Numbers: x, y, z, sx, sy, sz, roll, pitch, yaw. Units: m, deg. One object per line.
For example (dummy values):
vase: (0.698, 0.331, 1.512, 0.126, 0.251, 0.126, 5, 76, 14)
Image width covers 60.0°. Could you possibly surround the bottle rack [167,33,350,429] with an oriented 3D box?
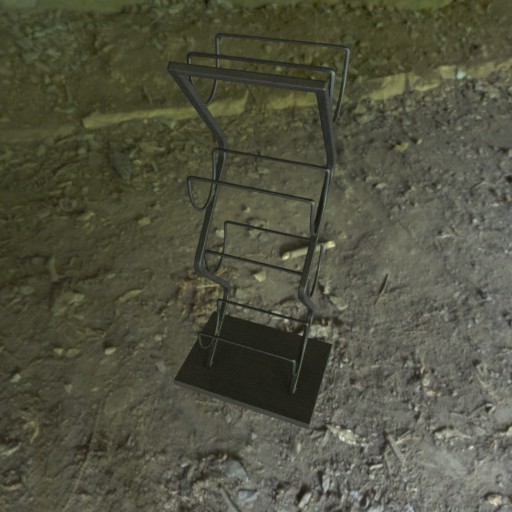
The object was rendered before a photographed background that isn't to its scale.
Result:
bottle rack: (0.000, 0.000, 0.660, 0.254, 0.559, 0.178, 13, 43, 15)
